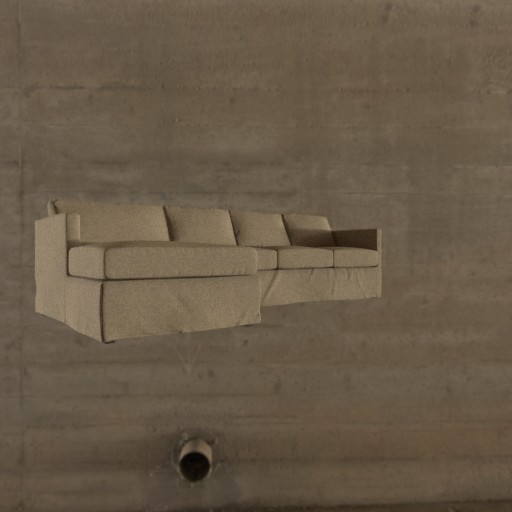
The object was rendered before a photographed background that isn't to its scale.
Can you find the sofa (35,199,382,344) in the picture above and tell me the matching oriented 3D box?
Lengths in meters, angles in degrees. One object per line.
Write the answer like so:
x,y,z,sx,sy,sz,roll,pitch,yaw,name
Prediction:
0.000,0.000,3.796,3.198,0.920,1.638,0,1,-37,sofa
